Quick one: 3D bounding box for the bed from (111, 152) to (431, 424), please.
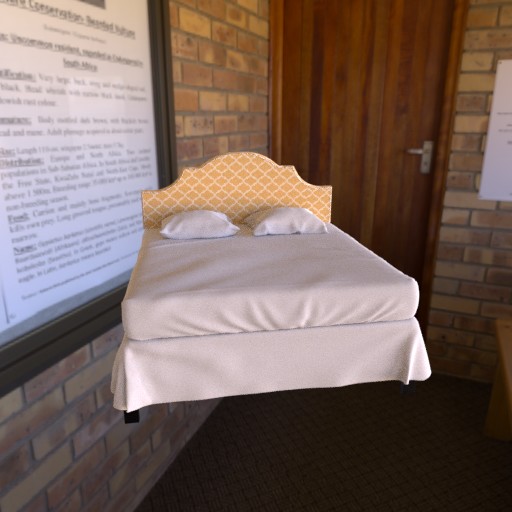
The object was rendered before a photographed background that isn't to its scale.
[{"bbox_3d":[0.000,0.000,3.776,2.314,1.601,2.222,-3,18,-9],"label":"bed"}]
